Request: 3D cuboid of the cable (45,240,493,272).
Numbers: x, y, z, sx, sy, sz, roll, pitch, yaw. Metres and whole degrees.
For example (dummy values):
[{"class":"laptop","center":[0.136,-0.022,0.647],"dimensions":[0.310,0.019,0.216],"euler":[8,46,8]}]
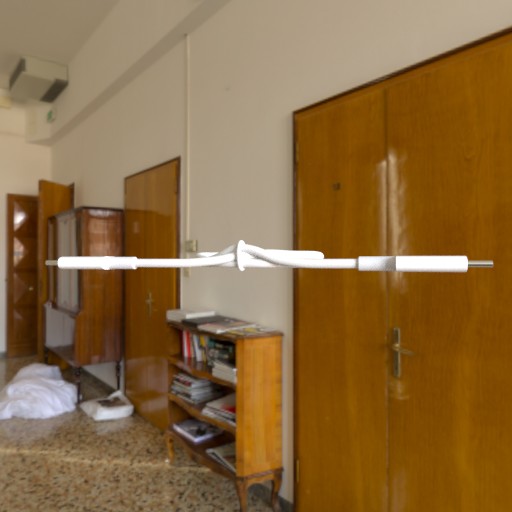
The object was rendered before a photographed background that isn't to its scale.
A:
[{"class":"cable","center":[0.000,0.000,0.225],"dimensions":[0.203,0.014,0.070],"euler":[0,0,17]}]
